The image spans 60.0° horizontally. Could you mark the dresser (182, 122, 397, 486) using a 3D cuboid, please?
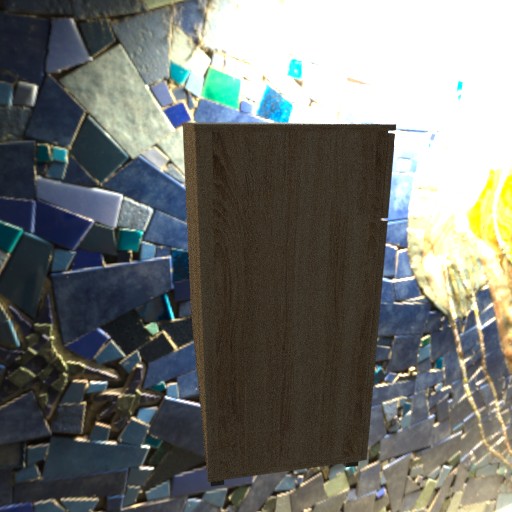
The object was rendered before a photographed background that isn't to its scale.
[{"bbox_3d":[0.000,0.000,1.566,0.450,0.900,1.100,-3,17,-10],"label":"dresser"}]
